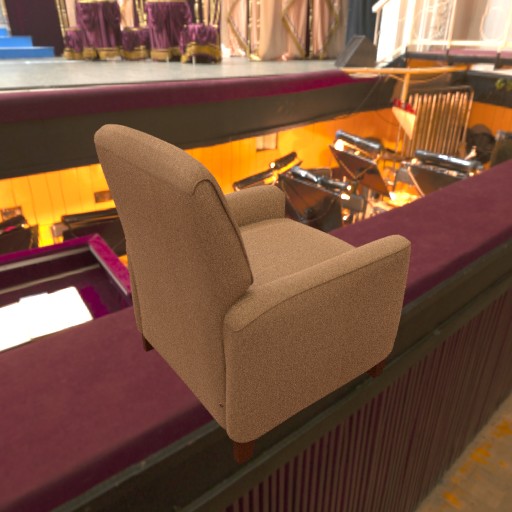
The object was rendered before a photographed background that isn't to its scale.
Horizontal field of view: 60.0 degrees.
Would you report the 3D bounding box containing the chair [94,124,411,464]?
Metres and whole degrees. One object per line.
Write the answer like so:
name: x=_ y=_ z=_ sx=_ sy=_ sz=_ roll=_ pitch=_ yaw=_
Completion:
chair: x=0.000 y=0.000 z=1.663 sx=0.864 sy=1.014 sz=0.848 roll=-19 pitch=33 yaw=-32
